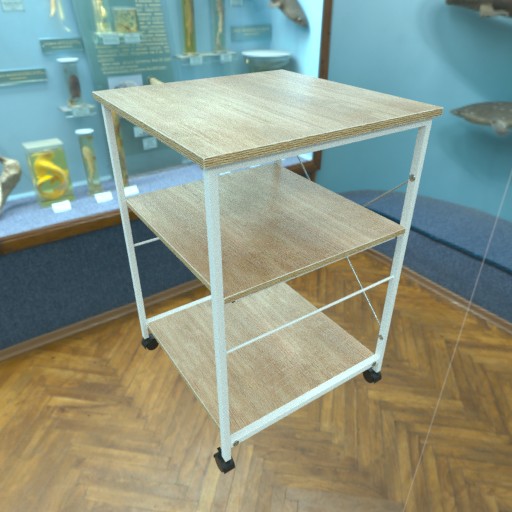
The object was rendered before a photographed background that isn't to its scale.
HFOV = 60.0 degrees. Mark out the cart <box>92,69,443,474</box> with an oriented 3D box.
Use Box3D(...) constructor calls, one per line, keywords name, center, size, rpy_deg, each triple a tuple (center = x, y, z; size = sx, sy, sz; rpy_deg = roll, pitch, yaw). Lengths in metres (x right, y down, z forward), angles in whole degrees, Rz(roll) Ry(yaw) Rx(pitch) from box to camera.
Box3D(name="cart", center=(0.000, 0.000, 1.114), size=(0.520, 0.762, 0.521), rpy_deg=(-19, 37, -28))
